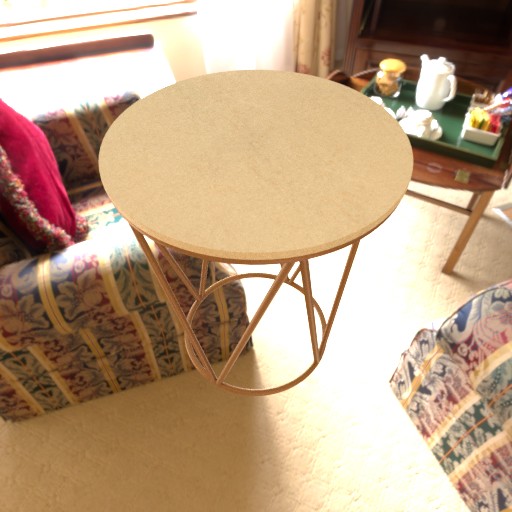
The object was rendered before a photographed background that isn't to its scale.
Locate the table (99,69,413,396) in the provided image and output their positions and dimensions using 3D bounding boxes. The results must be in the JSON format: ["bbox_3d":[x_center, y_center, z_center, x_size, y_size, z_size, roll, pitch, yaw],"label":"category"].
[{"bbox_3d":[0.000,0.000,0.931,0.500,0.564,0.500,0,48,0],"label":"table"}]
